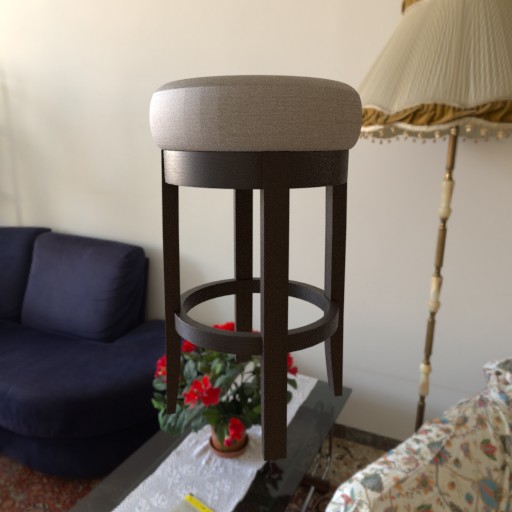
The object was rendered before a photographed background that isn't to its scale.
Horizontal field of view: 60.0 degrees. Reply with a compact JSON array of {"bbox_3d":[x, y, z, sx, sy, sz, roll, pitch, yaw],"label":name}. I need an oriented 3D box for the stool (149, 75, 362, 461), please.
[{"bbox_3d":[0.000,0.000,1.023,0.443,0.757,0.443,0,15,0],"label":"stool"}]
